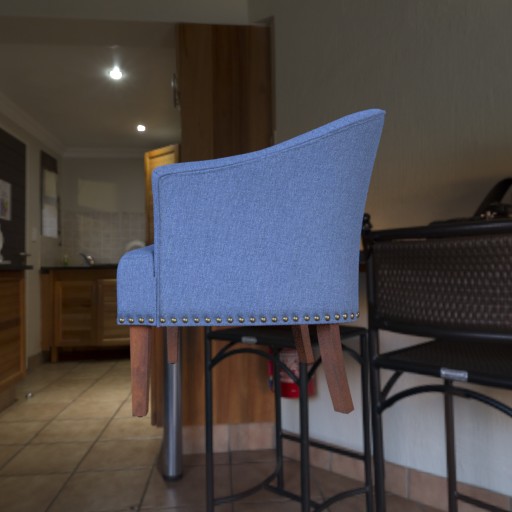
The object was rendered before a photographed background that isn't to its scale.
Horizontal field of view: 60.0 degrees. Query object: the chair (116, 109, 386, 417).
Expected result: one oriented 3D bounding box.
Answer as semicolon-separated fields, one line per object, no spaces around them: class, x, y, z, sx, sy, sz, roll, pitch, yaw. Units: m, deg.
chair;0.000;0.000;1.407;0.704;0.815;0.798;0;-1;-3
